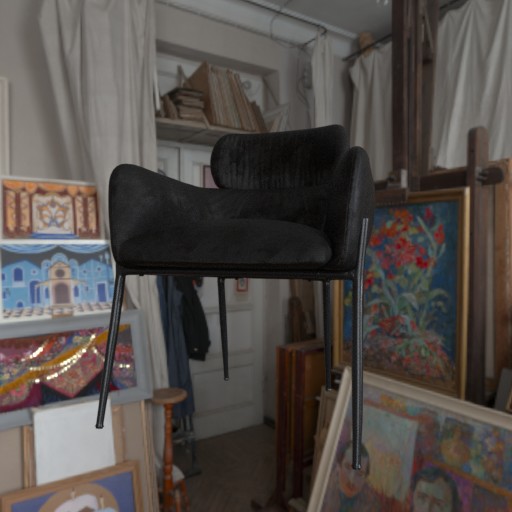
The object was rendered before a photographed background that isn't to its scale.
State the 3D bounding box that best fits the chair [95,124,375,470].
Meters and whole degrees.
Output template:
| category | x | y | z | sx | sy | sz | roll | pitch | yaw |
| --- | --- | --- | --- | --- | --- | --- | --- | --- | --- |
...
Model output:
| category | x | y | z | sx | sy | sz | roll | pitch | yaw |
| --- | --- | --- | --- | --- | --- | --- | --- | --- | --- |
| chair | 0.000 | 0.000 | 1.214 | 0.640 | 0.818 | 0.604 | 0 | 1 | 19 |
